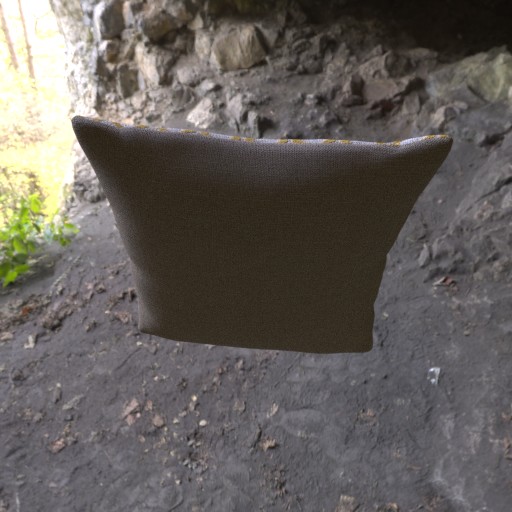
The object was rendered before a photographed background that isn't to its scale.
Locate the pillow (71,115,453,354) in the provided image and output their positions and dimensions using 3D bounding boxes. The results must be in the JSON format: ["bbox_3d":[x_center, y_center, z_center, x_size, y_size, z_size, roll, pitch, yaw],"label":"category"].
[{"bbox_3d":[0.000,0.000,0.651,0.429,0.436,0.159,3,47,3],"label":"pillow"}]
